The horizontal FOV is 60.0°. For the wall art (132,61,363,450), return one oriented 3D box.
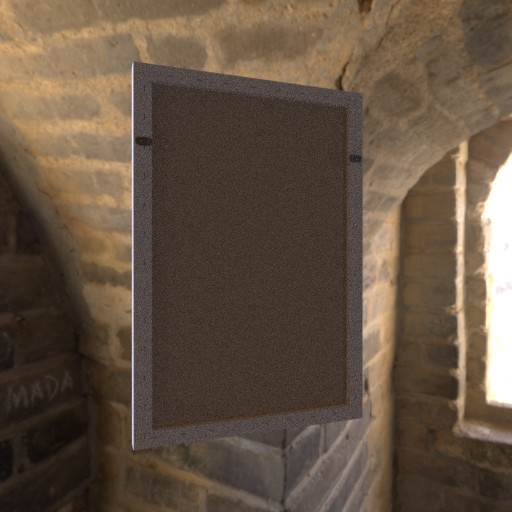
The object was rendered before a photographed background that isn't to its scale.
[{"bbox_3d":[0.000,0.000,1.161,0.624,0.914,0.043,0,0,-19],"label":"wall art"}]
